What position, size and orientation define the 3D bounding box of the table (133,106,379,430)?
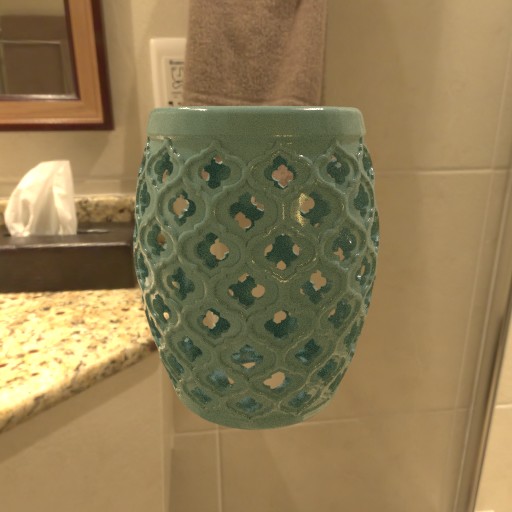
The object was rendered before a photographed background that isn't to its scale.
[{"bbox_3d":[0.000,0.000,0.613,0.325,0.388,0.325,0,17,0],"label":"table"}]
